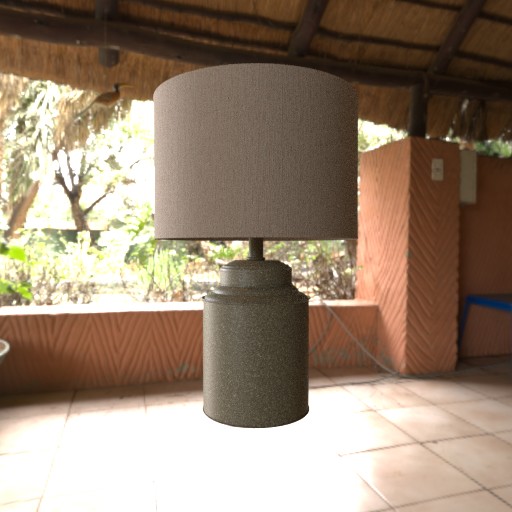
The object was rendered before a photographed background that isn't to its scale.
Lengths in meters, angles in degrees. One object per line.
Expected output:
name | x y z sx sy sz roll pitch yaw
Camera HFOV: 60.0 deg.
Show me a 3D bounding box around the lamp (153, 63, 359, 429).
lamp | 0.000 0.000 0.708 0.318 0.486 0.318 0 1 0
